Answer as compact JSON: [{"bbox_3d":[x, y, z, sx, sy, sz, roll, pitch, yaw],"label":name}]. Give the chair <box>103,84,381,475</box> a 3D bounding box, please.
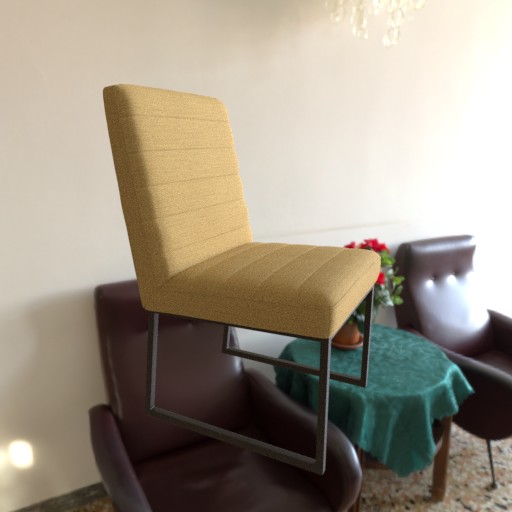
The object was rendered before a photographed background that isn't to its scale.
[{"bbox_3d":[0.000,0.000,1.295,0.634,0.930,0.520,7,16,26],"label":"chair"}]
